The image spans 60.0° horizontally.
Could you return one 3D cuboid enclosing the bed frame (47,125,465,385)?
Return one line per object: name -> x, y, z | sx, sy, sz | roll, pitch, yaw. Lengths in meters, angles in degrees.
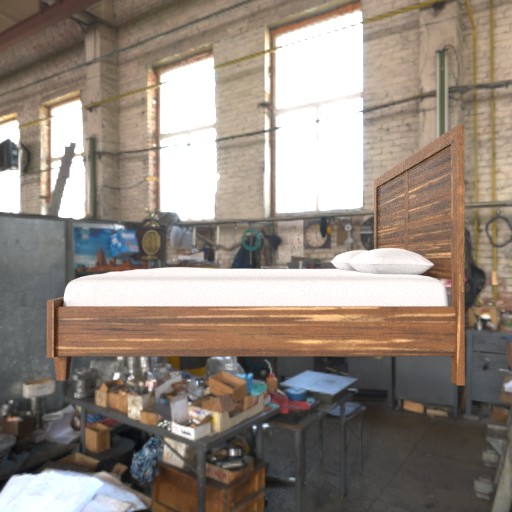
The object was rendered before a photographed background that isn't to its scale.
bed frame -> 0.000, 0.000, 3.259 | 2.276, 1.417, 1.696 | 0, 0, 0
